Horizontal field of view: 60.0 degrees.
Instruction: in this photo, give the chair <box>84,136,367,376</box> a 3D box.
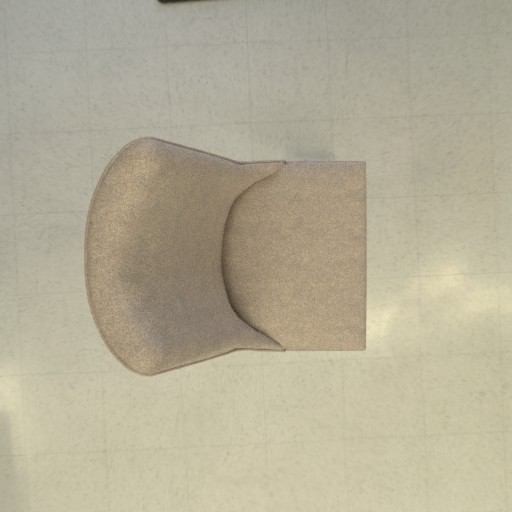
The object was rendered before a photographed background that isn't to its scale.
[{"bbox_3d":[0.000,0.000,1.240,0.636,0.916,0.548,0,90,-1],"label":"chair"}]
